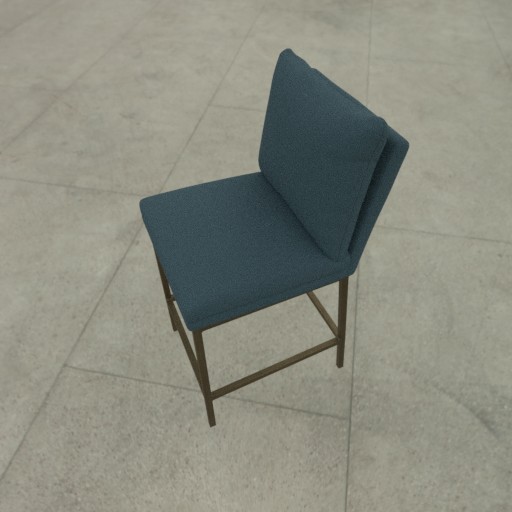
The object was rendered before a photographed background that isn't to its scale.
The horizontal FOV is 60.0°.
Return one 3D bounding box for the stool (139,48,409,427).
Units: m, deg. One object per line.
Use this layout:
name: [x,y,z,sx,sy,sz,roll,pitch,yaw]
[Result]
stool: [0.000,0.000,1.348,0.568,1.032,0.463,-18,49,-16]
